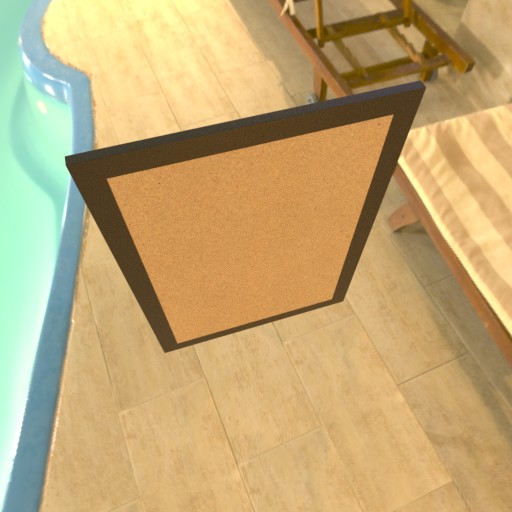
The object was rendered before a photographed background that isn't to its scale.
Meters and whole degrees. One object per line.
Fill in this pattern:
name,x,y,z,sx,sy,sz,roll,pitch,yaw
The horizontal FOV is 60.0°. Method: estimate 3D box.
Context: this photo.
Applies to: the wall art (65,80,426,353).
wall art,0.000,0.000,0.679,0.381,0.534,0.013,-15,60,-9
